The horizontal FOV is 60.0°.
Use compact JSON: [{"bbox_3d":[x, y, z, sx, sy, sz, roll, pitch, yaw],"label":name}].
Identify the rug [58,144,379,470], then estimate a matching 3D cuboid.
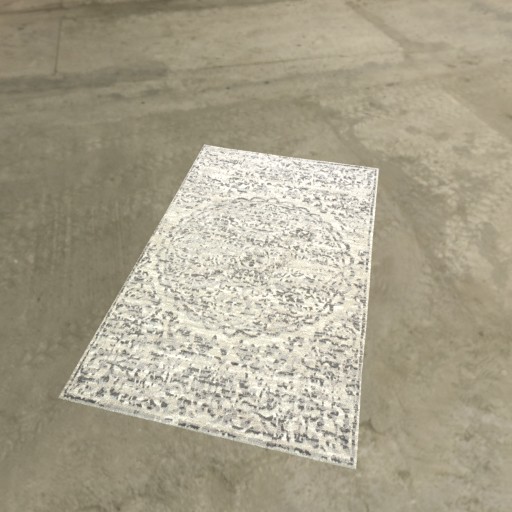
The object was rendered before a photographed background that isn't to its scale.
[{"bbox_3d":[0.000,0.000,2.992,1.527,0.021,2.447,10,47,9],"label":"rug"}]
